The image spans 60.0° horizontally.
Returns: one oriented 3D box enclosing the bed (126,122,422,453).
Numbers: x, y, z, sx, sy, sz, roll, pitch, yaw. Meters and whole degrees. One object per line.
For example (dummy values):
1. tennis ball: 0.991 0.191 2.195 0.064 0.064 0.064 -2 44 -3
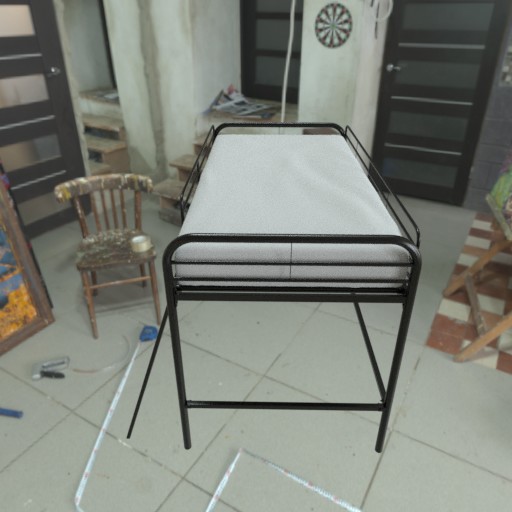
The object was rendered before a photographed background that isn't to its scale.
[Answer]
1. bed: 0.000 0.000 2.909 1.393 1.289 1.968 1 29 1
